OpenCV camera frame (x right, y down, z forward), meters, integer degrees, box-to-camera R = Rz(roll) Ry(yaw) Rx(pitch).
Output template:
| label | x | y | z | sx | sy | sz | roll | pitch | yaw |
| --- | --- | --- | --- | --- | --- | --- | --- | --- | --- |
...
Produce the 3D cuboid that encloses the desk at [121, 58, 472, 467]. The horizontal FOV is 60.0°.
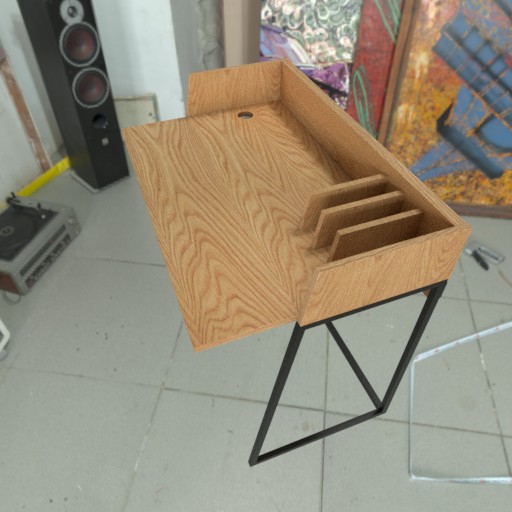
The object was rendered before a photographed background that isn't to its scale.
| label | x | y | z | sx | sy | sz | roll | pitch | yaw |
| --- | --- | --- | --- | --- | --- | --- | --- | --- | --- |
| desk | 0.000 | 0.000 | 1.824 | 0.769 | 1.061 | 1.191 | -15 | 47 | -15 |
